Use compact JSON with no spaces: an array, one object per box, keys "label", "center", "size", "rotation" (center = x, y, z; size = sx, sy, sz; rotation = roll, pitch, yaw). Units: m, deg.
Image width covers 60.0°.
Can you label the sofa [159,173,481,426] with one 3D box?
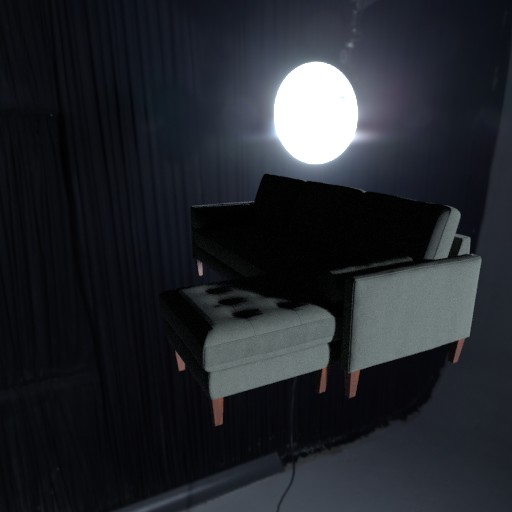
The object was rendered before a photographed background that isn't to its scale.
[{"label":"sofa","center":[0.000,0.000,2.911],"size":[1.506,0.876,2.178],"rotation":[-8,18,-26]}]
